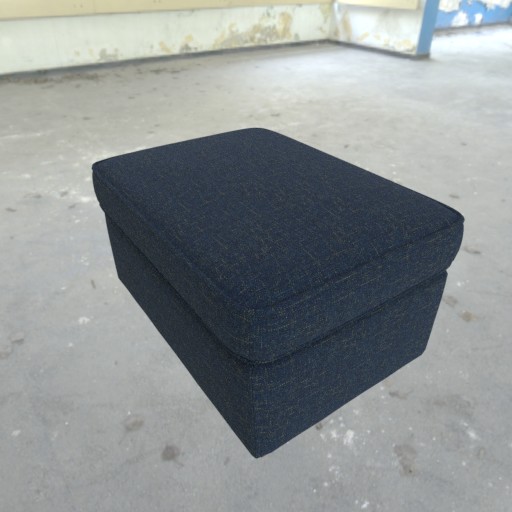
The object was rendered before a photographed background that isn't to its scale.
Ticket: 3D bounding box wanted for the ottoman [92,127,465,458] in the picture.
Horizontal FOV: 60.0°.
[{"bbox_3d":[0.000,0.000,1.087,0.549,0.450,0.749,-21,38,-29],"label":"ottoman"}]
